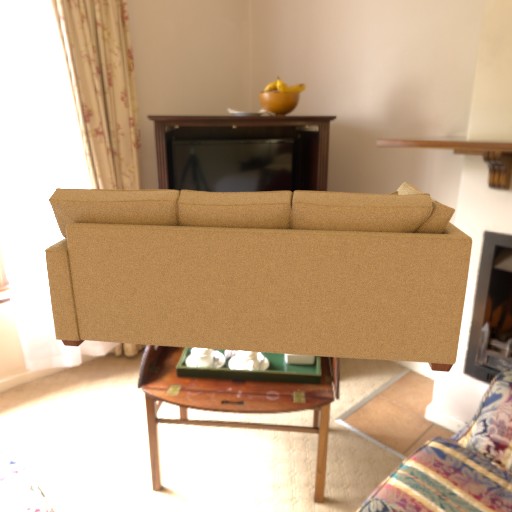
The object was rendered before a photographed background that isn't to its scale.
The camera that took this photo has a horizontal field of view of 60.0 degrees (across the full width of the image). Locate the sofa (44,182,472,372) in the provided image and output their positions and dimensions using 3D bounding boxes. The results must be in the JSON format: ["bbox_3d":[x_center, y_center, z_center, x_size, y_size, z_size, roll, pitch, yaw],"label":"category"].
[{"bbox_3d":[0.000,0.000,2.900,2.317,0.962,1.061,2,16,7],"label":"sofa"}]
